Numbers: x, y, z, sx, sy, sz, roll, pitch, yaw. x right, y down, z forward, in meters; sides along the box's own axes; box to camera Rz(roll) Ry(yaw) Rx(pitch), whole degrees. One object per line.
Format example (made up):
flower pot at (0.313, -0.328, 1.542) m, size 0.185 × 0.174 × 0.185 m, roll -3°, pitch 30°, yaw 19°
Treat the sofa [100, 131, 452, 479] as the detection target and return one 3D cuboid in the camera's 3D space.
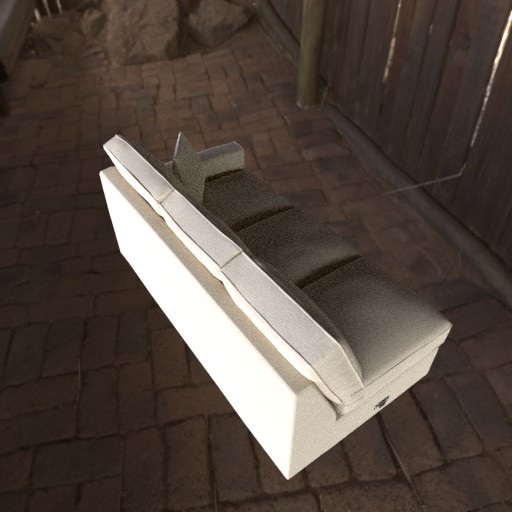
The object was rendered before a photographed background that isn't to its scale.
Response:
sofa at (0.000, 0.000, 2.536) m, size 1.034 × 0.946 × 1.963 m, roll -25°, pitch 47°, yaw -26°
